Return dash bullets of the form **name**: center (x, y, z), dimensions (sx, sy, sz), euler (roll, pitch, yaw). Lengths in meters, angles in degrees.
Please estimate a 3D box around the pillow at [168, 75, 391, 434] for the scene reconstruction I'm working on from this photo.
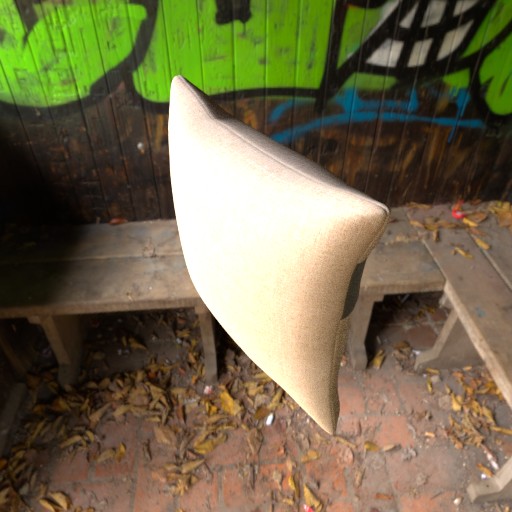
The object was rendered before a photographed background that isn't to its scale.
- **pillow**: center (0.000, 0.000, 0.641), dimensions (0.173, 0.399, 0.414), euler (-23, 46, -25)
